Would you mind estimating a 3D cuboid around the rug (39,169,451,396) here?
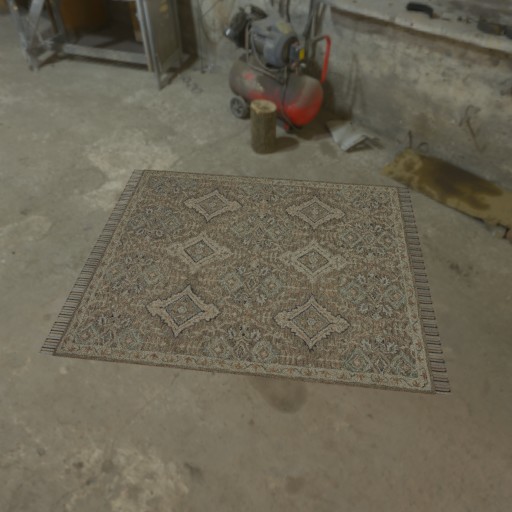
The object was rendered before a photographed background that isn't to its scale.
[{"bbox_3d":[0.000,0.000,4.090,3.056,0.010,2.437,5,46,4],"label":"rug"}]
